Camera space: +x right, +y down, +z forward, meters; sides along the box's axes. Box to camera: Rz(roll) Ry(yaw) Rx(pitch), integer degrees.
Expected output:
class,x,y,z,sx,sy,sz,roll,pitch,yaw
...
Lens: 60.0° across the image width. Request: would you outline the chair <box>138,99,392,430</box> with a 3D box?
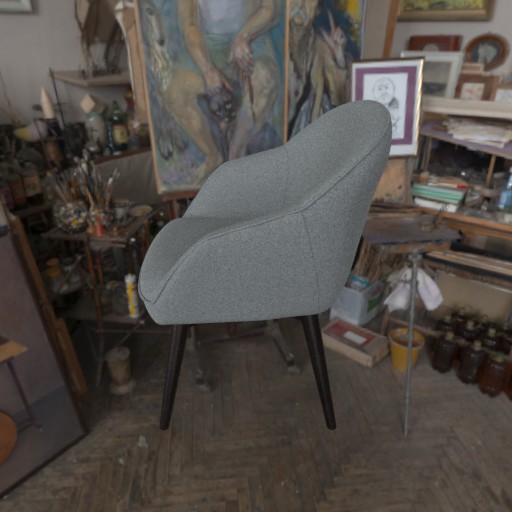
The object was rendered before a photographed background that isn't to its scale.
class,x,y,z,sx,sy,sz,roll,pitch,yaw
chair,0.000,0.000,1.234,0.611,0.810,0.589,0,27,0
